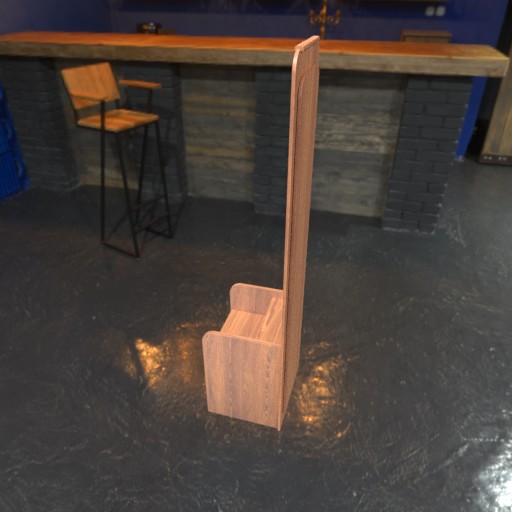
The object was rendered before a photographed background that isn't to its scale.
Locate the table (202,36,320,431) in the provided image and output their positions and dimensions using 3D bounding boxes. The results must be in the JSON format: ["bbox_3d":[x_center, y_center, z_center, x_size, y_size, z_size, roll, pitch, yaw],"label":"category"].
[{"bbox_3d":[0.000,0.000,2.068,0.420,1.830,0.450,9,33,14],"label":"table"}]
